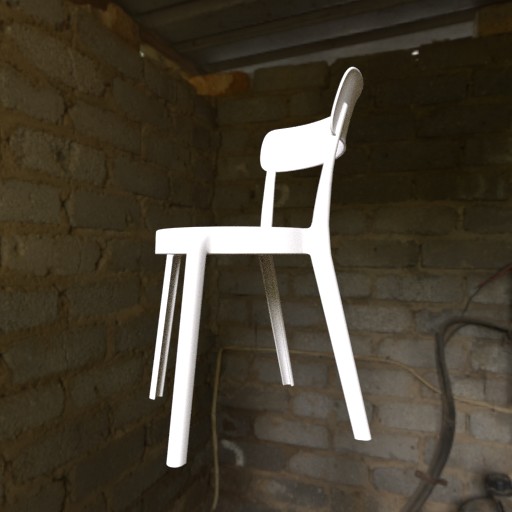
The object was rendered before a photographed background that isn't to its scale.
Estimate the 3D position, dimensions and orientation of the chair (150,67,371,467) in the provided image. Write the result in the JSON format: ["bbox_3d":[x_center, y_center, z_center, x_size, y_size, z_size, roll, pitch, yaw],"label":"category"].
[{"bbox_3d":[0.000,0.000,1.112,0.491,0.790,0.506,0,0,-18],"label":"chair"}]
